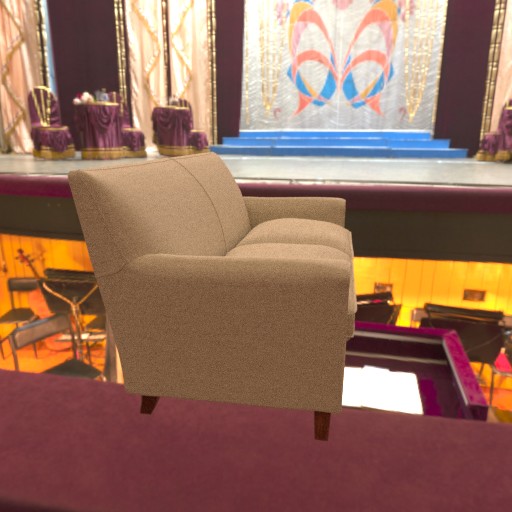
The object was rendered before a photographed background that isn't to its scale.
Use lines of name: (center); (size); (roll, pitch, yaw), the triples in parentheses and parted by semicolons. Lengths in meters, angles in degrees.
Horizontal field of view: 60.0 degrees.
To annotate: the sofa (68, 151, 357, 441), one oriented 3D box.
sofa: (0.000, 0.000, 2.058); (0.891, 0.892, 1.482); (3, 16, 10)
